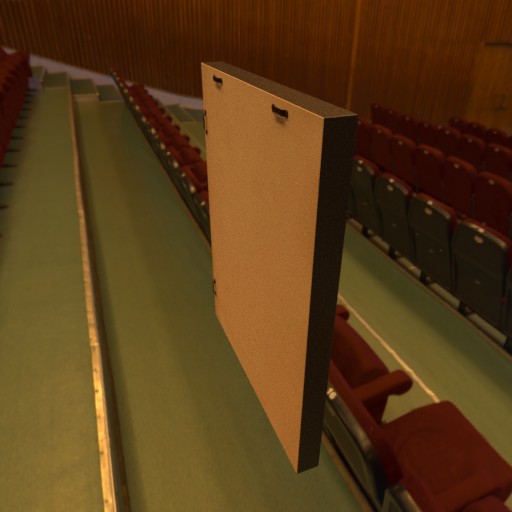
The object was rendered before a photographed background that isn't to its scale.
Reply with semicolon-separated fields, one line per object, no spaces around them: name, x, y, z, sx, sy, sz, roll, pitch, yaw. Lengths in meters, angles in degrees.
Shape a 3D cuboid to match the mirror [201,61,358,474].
mirror;0.000;0.000;0.684;0.041;0.508;0.405;-11;32;-18
